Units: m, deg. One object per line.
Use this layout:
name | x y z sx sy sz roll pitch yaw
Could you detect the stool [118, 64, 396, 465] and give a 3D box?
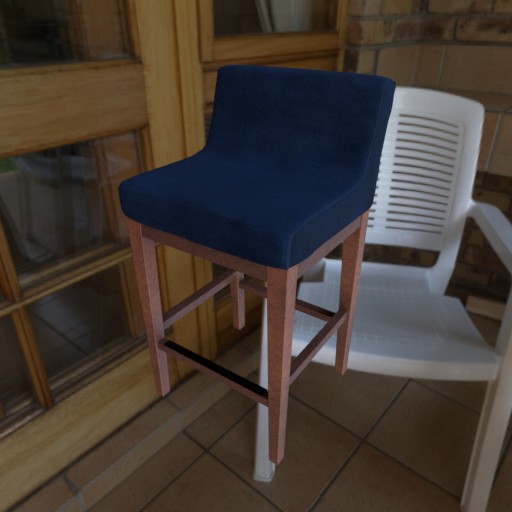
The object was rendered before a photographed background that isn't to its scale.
stool | 0.000 0.000 1.252 0.511 0.945 0.516 18 34 30
